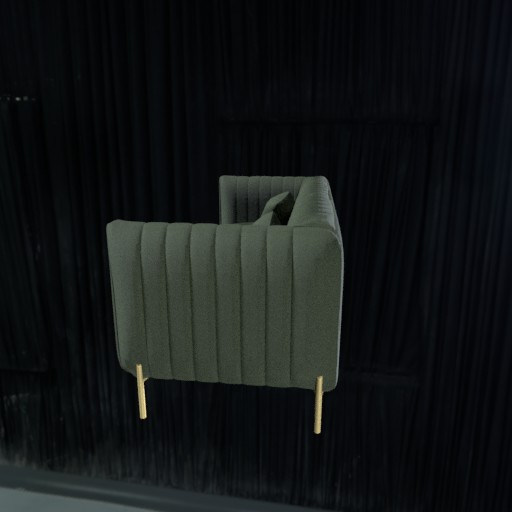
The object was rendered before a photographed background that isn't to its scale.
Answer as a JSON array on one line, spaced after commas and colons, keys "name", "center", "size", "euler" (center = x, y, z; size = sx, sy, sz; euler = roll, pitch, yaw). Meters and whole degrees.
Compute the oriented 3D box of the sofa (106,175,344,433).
[{"name": "sofa", "center": [0.000, 0.000, 2.624], "size": [0.896, 0.793, 2.137], "euler": [2, 15, 7]}]
